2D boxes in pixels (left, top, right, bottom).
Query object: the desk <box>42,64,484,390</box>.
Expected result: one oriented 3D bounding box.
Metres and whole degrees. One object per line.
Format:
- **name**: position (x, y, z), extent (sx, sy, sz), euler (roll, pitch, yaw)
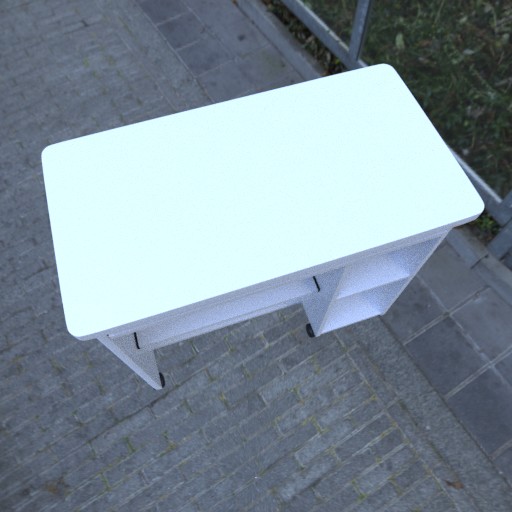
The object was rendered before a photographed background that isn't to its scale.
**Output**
- **desk**: position (0.000, 0.000, 1.306), extent (0.877, 0.763, 0.475), euler (-17, 65, -8)
